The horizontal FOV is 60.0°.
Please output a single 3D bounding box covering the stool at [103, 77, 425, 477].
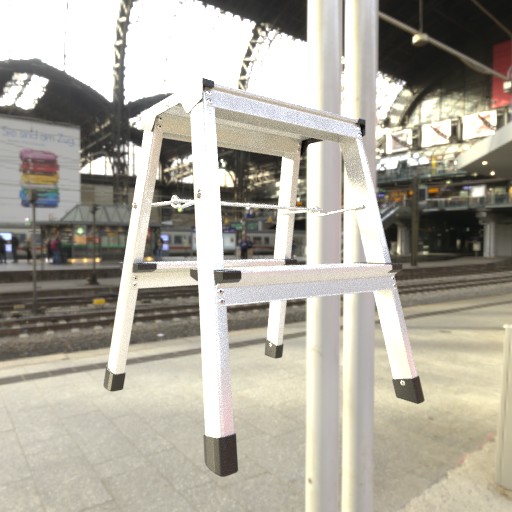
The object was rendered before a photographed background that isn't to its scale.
[{"bbox_3d":[0.000,0.000,0.768,0.404,0.480,0.405,-1,2,-37],"label":"stool"}]
